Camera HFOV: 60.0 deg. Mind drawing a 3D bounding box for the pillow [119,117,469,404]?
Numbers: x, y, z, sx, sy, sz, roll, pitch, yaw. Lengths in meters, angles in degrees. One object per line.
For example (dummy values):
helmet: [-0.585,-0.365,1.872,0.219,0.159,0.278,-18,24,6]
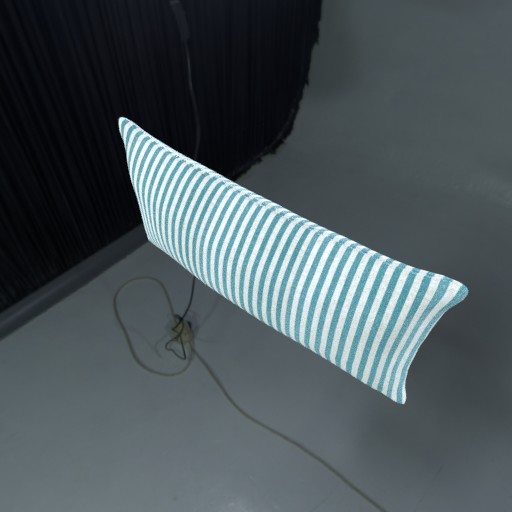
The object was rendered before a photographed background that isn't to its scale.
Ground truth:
pillow: [0.000,0.000,0.738,0.617,0.295,0.151,30,53,26]
